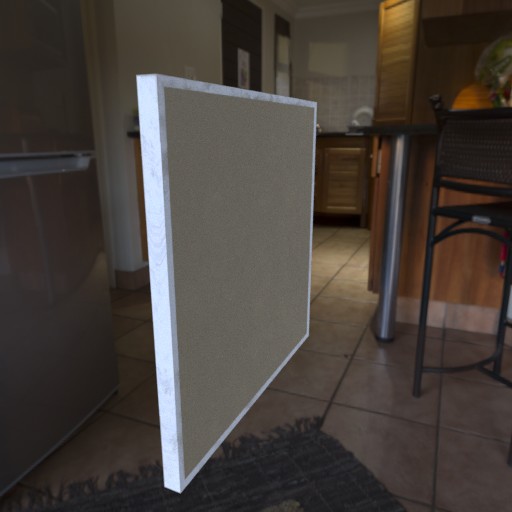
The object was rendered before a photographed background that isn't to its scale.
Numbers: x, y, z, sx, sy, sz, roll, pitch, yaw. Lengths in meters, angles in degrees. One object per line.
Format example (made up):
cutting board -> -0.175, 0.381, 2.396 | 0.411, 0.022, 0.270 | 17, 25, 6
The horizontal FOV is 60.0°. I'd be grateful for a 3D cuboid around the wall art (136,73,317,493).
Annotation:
wall art -> 0.000, 0.000, 1.094 | 0.038, 0.757, 0.760 | 7, 17, 24
